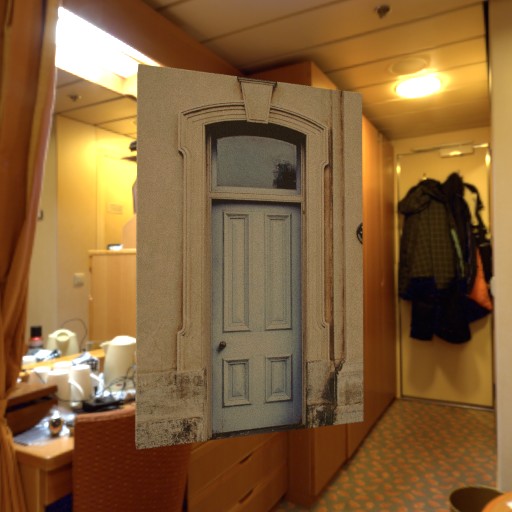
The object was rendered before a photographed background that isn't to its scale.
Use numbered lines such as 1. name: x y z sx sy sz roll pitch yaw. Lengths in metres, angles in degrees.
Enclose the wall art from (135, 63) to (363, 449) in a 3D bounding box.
1. wall art: 0.000 0.000 0.775 0.403 0.607 0.036 0 -1 -18
